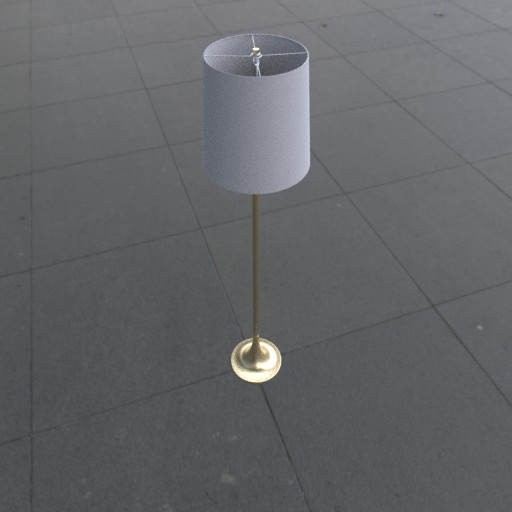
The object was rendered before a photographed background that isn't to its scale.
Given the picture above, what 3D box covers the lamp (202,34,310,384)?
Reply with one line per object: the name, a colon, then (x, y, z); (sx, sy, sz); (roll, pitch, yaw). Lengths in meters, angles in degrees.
lamp: (0.000, 0.000, 1.700); (0.337, 1.543, 0.337); (0, 46, 0)
